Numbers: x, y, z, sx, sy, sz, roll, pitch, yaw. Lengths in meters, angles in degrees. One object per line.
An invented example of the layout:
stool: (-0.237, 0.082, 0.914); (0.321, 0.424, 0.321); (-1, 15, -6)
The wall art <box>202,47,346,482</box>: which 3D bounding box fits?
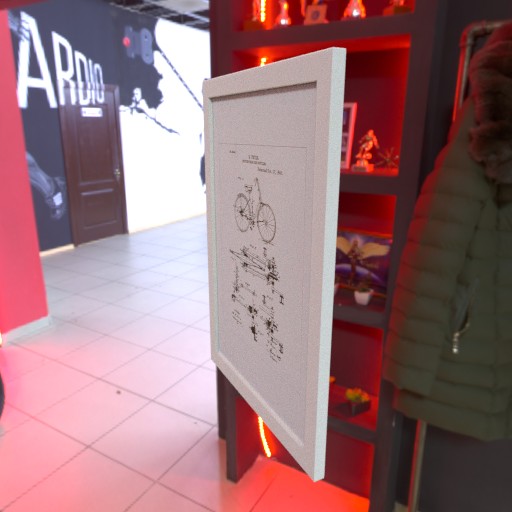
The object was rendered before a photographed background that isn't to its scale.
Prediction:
wall art: (0.000, 0.000, 0.609); (0.015, 0.477, 0.332); (-8, 18, -26)
